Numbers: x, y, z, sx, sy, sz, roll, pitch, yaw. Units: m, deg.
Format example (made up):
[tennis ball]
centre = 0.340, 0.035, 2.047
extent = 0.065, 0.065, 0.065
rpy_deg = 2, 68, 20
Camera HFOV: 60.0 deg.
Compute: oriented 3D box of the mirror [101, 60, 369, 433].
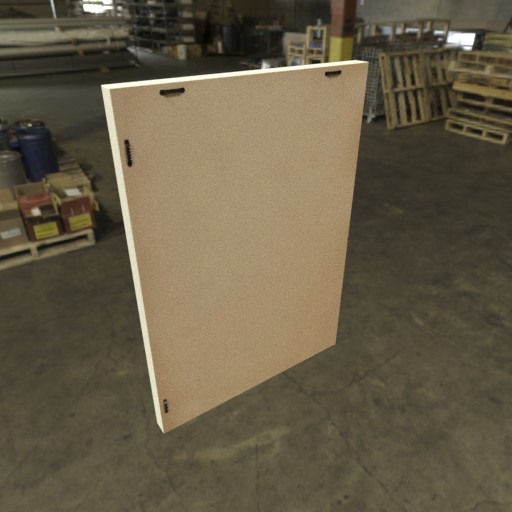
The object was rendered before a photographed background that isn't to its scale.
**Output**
[mirror]
centre = 0.000, 0.000, 0.918
extent = 0.507, 0.710, 0.040
rpy_deg = -19, 35, -29
